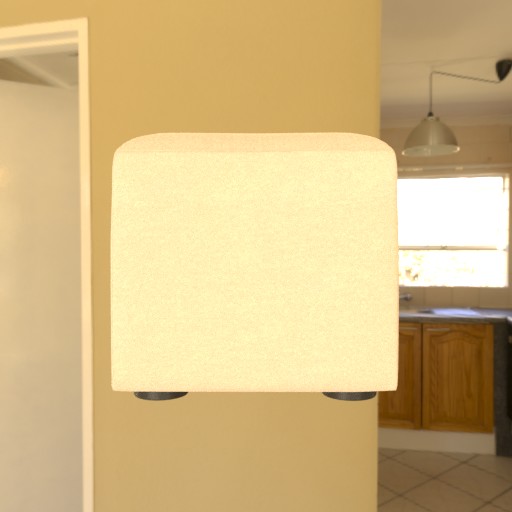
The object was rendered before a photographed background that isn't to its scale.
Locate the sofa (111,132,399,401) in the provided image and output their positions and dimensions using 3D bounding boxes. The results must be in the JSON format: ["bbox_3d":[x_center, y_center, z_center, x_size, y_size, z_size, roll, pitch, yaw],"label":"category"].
[{"bbox_3d":[0.000,0.000,1.166,0.480,0.470,0.930,0,1,0],"label":"sofa"}]
